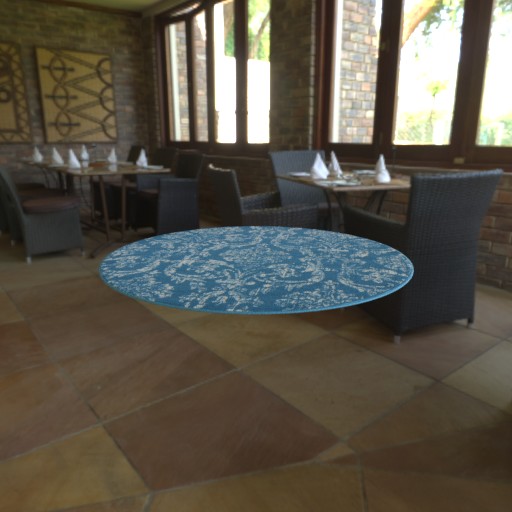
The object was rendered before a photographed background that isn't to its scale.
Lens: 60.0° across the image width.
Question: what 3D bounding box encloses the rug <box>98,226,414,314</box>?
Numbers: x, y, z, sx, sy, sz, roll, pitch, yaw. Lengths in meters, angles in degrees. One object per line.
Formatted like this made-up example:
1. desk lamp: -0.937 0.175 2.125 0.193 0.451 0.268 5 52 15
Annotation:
1. rug: 0.000 0.000 2.367 1.593 0.012 1.593 0 15 0
